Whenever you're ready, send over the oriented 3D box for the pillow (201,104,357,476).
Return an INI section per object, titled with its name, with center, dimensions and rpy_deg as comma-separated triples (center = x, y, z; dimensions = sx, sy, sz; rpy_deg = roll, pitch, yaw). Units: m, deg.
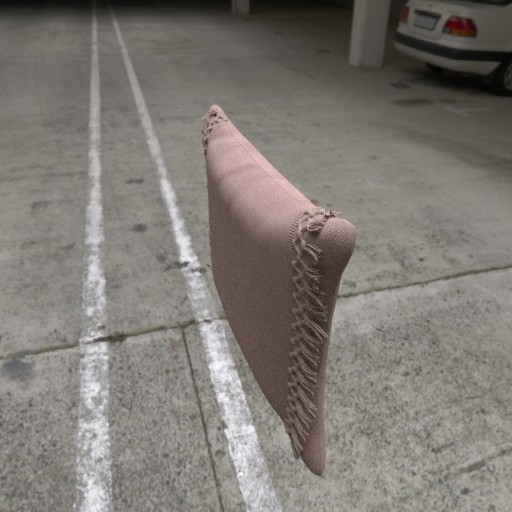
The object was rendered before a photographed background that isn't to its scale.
[pillow]
center = 0.000, 0.000, 0.586
dimensions = 0.084, 0.305, 0.466
rpy_deg = -9, 31, -15
